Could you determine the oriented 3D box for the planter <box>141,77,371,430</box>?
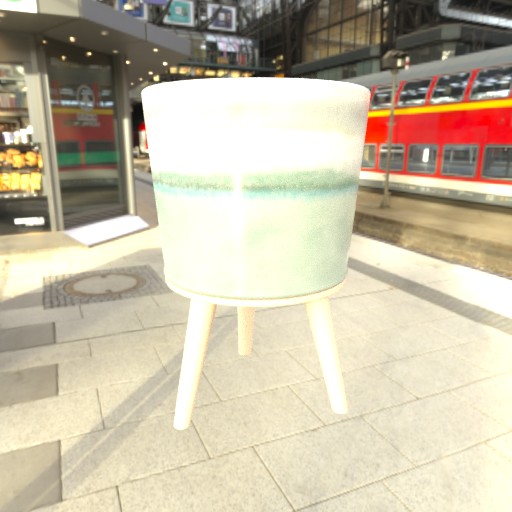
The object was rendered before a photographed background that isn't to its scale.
[{"bbox_3d":[0.000,0.000,0.578,0.265,0.404,0.265,-7,16,-25],"label":"planter"}]
